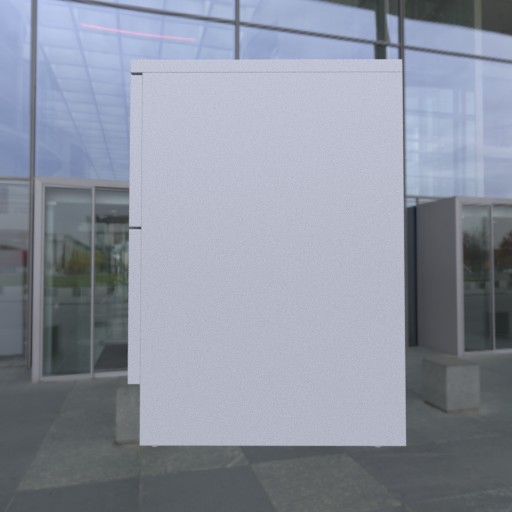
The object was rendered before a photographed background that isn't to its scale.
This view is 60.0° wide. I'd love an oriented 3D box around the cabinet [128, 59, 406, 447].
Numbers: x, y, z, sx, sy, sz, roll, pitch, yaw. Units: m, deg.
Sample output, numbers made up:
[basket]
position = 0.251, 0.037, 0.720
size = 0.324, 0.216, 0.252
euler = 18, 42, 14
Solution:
[cabinet]
position = 0.000, 0.000, 0.737
size = 0.360, 0.470, 0.400
euler = 0, -2, 0
